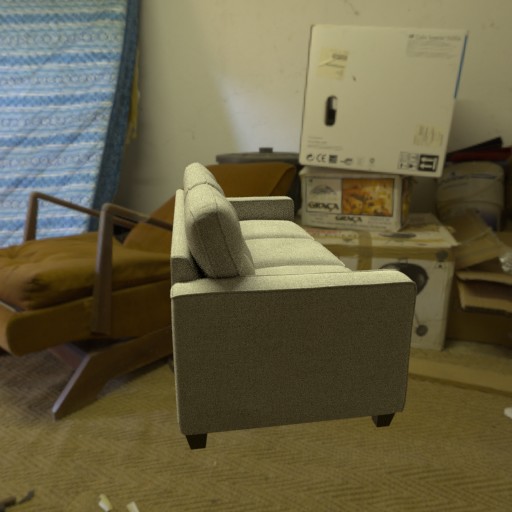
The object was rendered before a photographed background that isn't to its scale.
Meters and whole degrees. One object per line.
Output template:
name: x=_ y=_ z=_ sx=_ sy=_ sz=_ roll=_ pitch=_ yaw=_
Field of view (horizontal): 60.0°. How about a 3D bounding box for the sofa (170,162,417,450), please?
sofa: x=0.000 y=0.000 z=2.634 sx=0.939 sy=0.965 sz=2.133 roll=-3 pitch=17 yaw=-9
